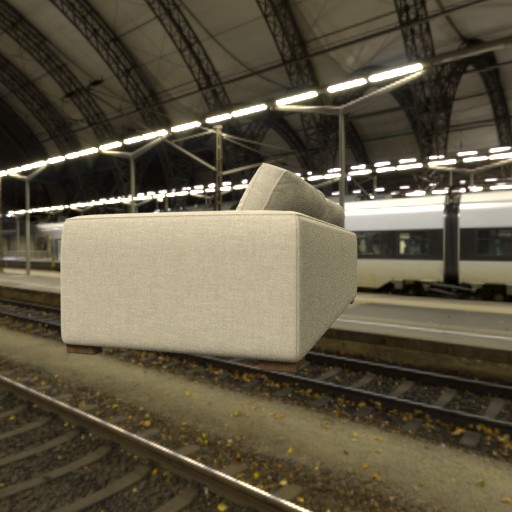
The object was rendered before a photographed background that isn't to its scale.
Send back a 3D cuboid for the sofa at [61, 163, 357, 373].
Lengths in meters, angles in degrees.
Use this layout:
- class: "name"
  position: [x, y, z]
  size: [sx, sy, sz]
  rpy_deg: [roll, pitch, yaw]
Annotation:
- class: "sofa"
  position: [0.000, 0.000, 2.775]
  size: [1.070, 0.801, 2.262]
  rpy_deg: [0, 1, 18]
